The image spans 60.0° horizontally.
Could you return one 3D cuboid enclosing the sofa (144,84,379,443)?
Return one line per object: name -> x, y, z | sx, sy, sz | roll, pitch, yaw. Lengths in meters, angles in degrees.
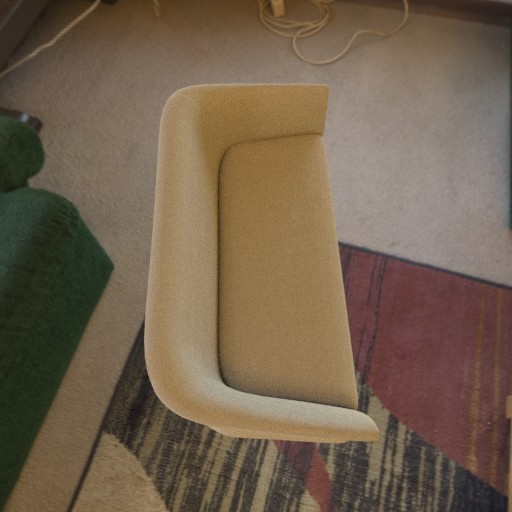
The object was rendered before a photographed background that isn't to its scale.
sofa -> 0.000, 0.000, 1.822 | 0.705, 0.721, 1.452 | -2, 64, -1
